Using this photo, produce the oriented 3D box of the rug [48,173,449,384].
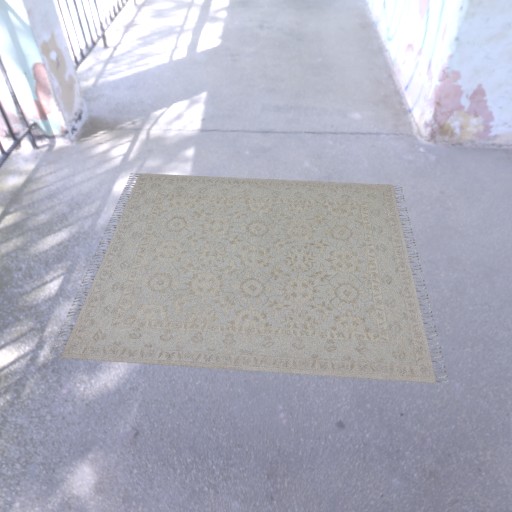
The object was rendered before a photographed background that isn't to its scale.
[{"bbox_3d":[0.000,0.000,4.162,3.043,0.013,2.444,3,47,3],"label":"rug"}]
